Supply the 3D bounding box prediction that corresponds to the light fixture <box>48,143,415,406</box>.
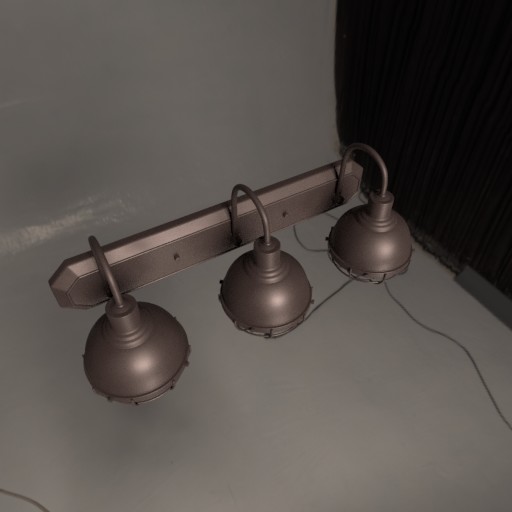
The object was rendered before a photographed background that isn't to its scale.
[{"bbox_3d":[0.000,0.000,0.755,0.634,0.254,0.229,-23,50,-21],"label":"light fixture"}]
